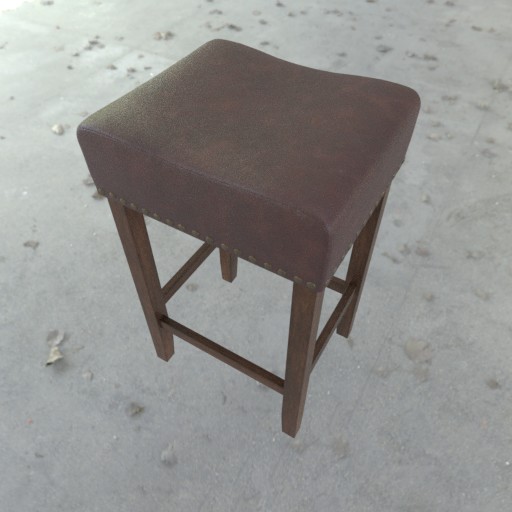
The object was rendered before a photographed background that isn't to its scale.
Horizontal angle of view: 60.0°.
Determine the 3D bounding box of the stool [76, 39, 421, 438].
[{"bbox_3d":[0.000,0.000,1.025,0.465,0.769,0.401,24,52,20],"label":"stool"}]
